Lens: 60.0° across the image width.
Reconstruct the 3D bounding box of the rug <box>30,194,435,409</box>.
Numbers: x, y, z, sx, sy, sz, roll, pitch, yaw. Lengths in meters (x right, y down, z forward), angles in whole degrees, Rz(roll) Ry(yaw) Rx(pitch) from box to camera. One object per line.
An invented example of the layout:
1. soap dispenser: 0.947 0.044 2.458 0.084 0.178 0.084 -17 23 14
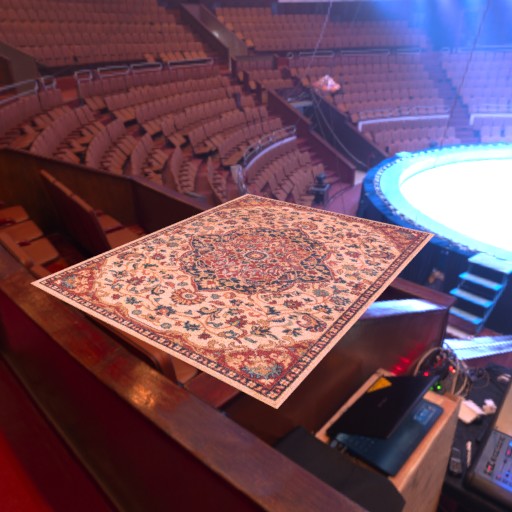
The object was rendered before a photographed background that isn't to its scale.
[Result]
1. rug: 0.000 0.000 4.188 2.454 0.005 3.067 17 30 32
